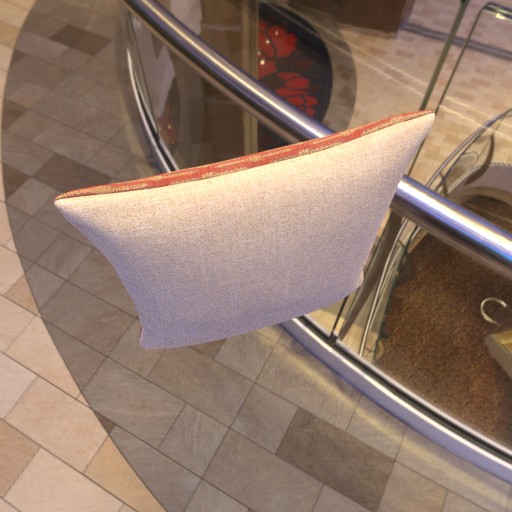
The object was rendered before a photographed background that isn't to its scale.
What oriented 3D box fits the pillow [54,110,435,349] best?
[{"bbox_3d":[0.000,0.000,0.771,0.511,0.503,0.182,-15,60,-9],"label":"pillow"}]
